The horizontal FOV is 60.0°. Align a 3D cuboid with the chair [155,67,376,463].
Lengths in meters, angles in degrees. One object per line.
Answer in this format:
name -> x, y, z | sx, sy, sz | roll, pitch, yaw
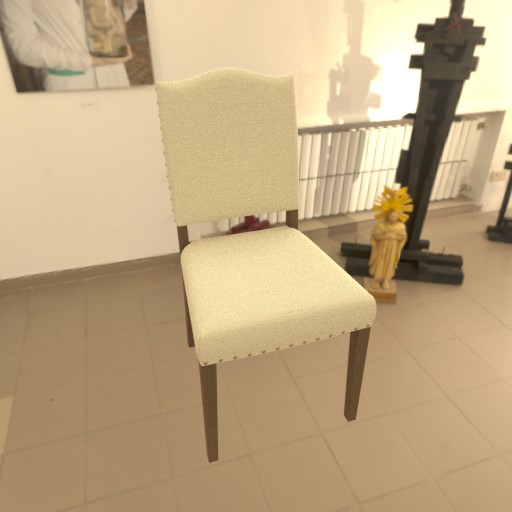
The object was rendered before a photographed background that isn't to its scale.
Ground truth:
chair -> 0.000, 0.000, 1.376 | 0.508, 1.015, 0.619 | -10, 32, -16
